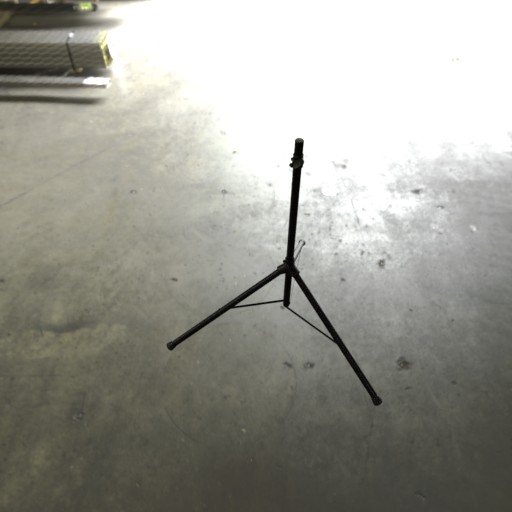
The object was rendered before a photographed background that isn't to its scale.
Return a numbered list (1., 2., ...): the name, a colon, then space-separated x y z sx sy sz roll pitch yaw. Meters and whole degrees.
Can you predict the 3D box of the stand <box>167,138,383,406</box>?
1. stand: 0.000 0.000 2.779 1.339 1.595 1.596 -10 47 -9
